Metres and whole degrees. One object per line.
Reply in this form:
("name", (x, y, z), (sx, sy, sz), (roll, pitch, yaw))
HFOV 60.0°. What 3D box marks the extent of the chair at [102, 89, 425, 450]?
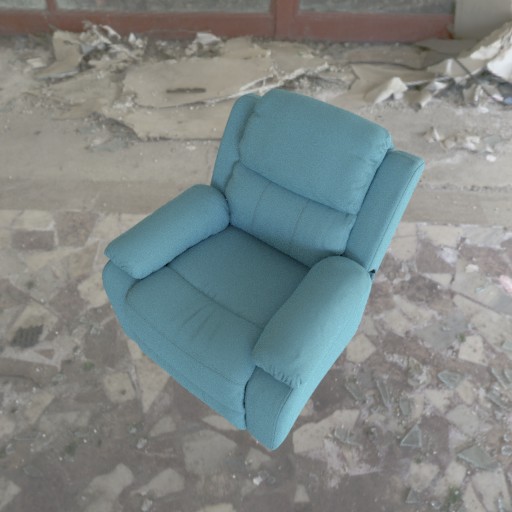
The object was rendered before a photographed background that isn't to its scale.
("chair", (0.000, 0.000, 1.289), (0.680, 0.702, 0.709), (30, 54, 25))
